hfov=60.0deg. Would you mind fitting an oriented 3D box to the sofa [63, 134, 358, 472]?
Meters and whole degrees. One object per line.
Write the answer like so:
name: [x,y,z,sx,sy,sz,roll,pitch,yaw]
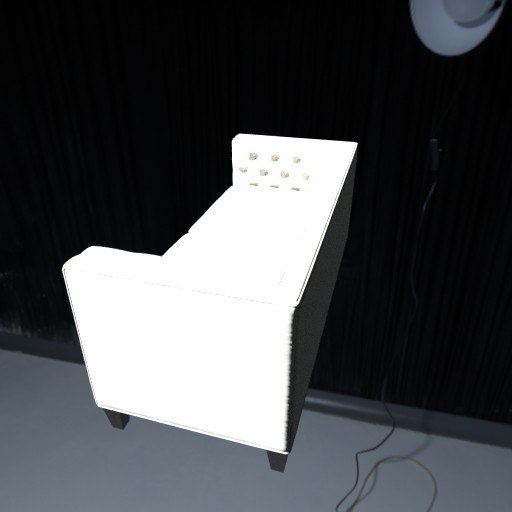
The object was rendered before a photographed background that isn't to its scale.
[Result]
sofa: [0.000,0.000,2.232,0.775,0.762,1.778,8,30,14]
